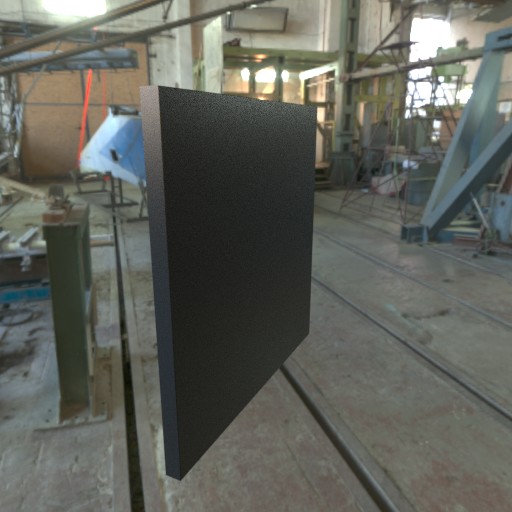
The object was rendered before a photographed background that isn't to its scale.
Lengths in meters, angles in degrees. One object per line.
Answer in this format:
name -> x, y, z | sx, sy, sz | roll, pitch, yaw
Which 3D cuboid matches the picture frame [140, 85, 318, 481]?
picture frame -> 0.000, 0.000, 0.835 | 0.029, 0.557, 0.559 | 8, 18, 26
